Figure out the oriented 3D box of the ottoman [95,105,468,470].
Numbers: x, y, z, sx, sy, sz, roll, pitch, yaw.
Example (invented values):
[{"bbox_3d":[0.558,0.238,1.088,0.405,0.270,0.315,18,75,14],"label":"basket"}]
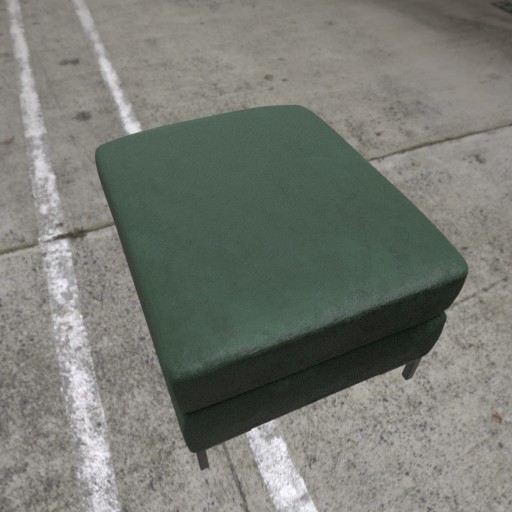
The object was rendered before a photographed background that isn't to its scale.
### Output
[{"bbox_3d":[0.000,0.000,1.277,0.701,0.538,0.839,-17,48,-16],"label":"ottoman"}]
